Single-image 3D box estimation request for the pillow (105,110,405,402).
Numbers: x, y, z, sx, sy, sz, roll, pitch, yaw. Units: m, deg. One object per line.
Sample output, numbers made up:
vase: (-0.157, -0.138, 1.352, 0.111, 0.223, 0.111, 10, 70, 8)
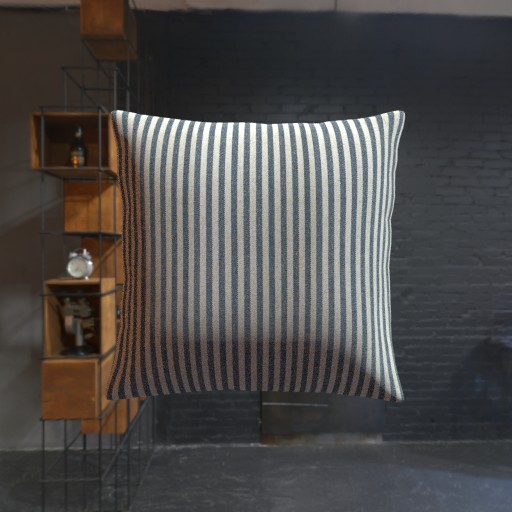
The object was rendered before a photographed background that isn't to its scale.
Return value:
pillow: (0.000, 0.000, 0.776, 0.523, 0.510, 0.166, 0, 0, -1)
